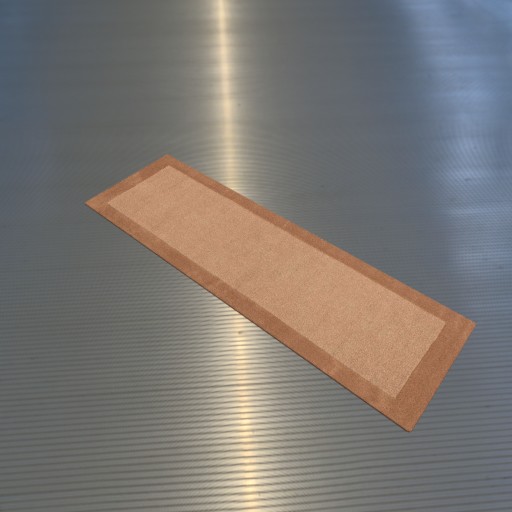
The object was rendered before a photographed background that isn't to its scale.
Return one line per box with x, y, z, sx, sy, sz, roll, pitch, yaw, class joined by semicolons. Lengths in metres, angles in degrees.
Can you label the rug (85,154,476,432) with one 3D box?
0.000;0.000;2.702;2.439;0.017;0.764;32;54;26;rug
